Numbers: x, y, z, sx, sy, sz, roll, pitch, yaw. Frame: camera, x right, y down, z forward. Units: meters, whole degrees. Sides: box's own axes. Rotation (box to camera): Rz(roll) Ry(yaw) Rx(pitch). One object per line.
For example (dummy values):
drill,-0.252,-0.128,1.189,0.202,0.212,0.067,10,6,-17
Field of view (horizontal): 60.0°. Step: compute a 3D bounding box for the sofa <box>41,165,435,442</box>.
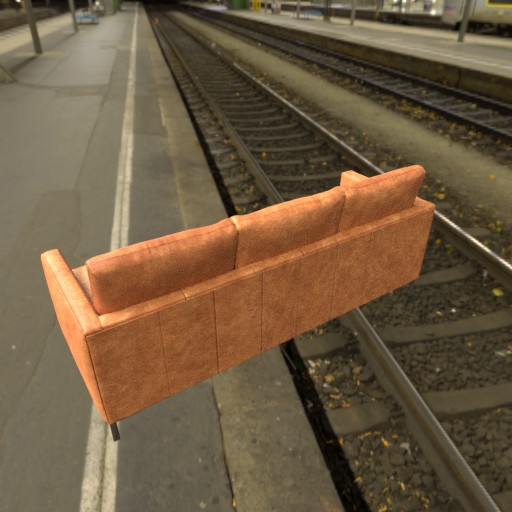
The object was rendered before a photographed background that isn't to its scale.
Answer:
sofa,0.000,0.000,2.413,2.029,0.863,0.748,-19,36,-29
